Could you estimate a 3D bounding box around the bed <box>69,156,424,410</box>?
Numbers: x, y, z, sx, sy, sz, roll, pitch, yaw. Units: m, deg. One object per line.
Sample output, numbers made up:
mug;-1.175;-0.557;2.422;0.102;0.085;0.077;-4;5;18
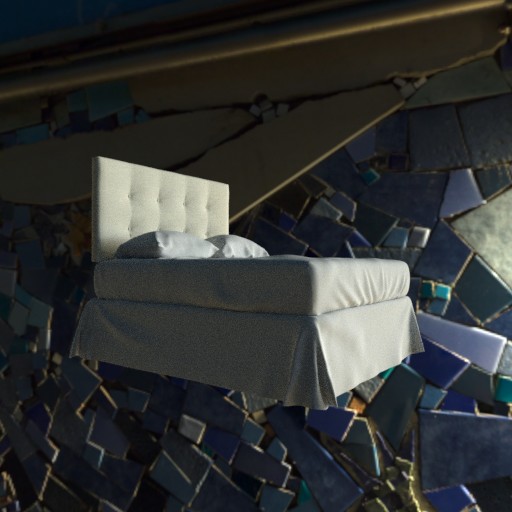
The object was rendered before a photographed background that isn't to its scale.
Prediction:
bed;0.000;0.000;3.557;2.222;1.577;1.936;0;-1;36
